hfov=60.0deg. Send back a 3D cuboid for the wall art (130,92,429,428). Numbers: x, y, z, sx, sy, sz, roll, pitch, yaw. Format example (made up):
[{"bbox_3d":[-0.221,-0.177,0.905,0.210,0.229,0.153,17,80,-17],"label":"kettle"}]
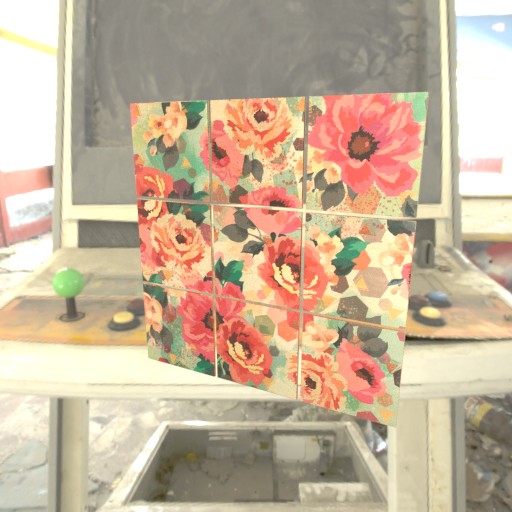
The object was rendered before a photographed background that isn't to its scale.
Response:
[{"bbox_3d":[0.000,0.000,1.818,1.216,1.220,0.013,8,17,26],"label":"wall art"}]
